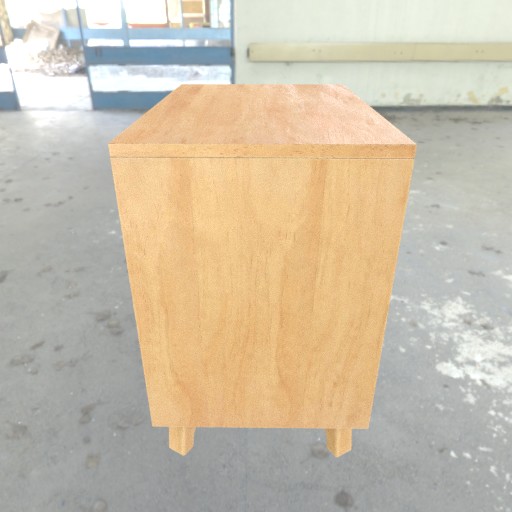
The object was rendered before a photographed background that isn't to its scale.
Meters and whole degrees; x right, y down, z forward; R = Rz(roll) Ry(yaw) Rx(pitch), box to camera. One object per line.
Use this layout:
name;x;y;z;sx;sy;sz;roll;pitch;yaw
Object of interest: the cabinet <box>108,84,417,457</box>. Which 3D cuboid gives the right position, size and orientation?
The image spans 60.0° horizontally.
cabinet;0.000;0.000;0.916;0.394;0.599;0.551;0;28;1
